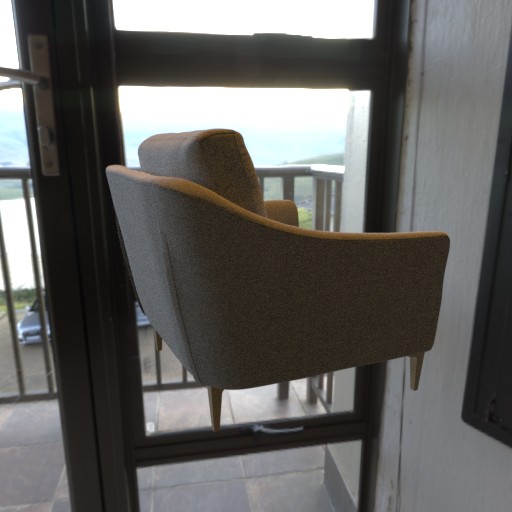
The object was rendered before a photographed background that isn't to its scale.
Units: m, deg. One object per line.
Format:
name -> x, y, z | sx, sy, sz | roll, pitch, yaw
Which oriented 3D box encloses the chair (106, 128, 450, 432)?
chair -> 0.000, 0.000, 1.677 | 0.961, 0.902, 0.986 | -7, 15, -27
